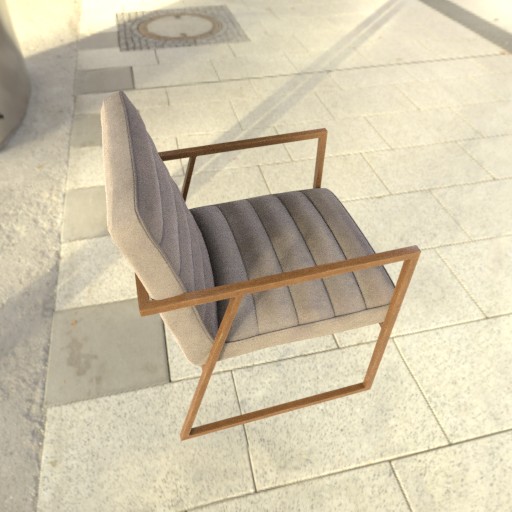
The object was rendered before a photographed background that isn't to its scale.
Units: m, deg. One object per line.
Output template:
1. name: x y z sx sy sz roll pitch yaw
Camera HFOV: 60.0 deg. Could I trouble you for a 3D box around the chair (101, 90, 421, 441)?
1. chair: 0.000 0.000 1.284 0.682 0.843 0.578 -11 46 -11
